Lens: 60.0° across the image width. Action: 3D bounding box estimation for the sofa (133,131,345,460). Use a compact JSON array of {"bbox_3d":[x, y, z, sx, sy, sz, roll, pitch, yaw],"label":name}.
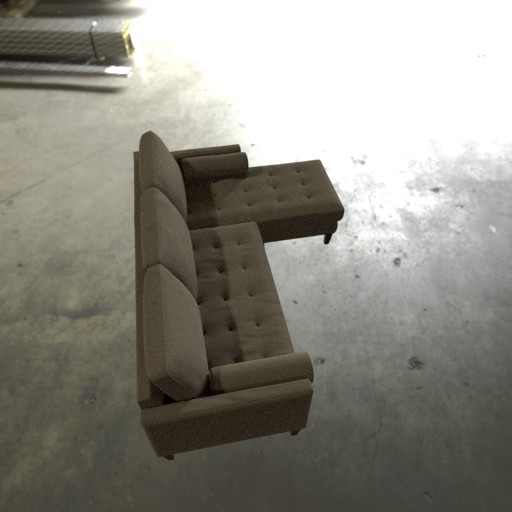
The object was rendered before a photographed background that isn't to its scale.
[{"bbox_3d":[0.000,0.000,2.964,1.506,0.875,2.178,-8,48,-7],"label":"sofa"}]
